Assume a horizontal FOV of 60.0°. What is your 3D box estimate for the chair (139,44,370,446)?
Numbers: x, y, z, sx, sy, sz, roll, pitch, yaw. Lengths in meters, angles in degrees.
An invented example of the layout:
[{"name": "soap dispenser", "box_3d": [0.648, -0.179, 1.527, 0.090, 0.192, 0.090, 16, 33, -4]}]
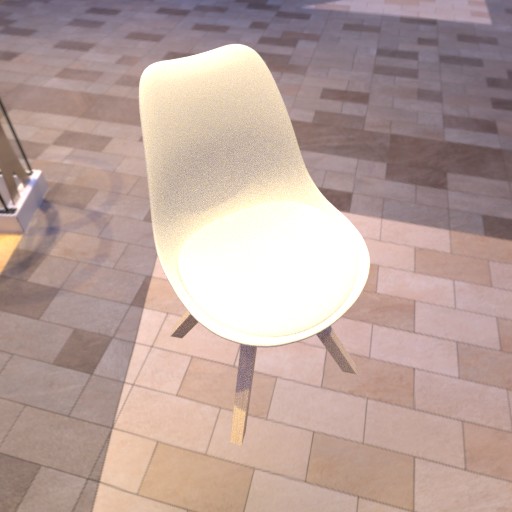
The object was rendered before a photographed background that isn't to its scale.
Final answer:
[{"name": "chair", "box_3d": [0.000, 0.000, 1.149, 0.485, 0.850, 0.550, -24, 51, -21]}]
